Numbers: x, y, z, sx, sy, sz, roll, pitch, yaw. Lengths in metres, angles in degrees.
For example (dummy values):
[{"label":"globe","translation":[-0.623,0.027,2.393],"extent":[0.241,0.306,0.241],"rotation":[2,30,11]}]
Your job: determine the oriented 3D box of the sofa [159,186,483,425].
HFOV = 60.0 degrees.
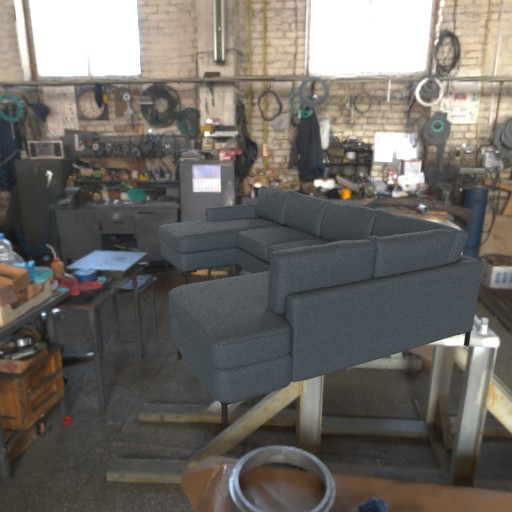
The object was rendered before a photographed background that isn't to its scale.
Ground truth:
[{"label":"sofa","translation":[0.000,0.000,3.821],"extent":[1.984,0.858,2.975],"rotation":[-8,18,-26]}]
